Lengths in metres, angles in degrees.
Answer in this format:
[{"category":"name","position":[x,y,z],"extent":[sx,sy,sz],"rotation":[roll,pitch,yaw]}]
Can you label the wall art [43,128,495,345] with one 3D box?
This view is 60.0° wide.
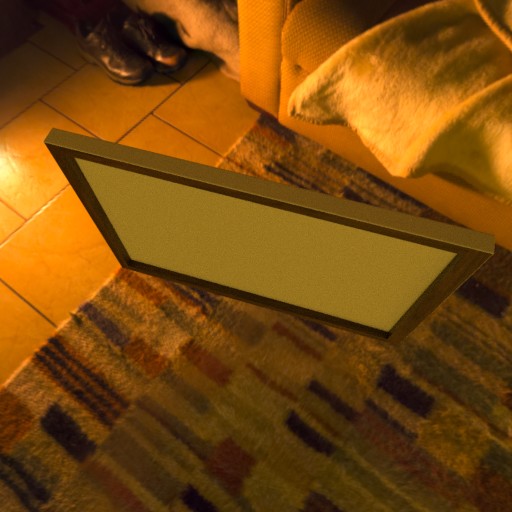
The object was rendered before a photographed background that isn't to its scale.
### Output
[{"category":"wall art","position":[0.000,0.000,1.426],"extent":[1.138,0.761,0.051],"rotation":[15,64,7]}]
